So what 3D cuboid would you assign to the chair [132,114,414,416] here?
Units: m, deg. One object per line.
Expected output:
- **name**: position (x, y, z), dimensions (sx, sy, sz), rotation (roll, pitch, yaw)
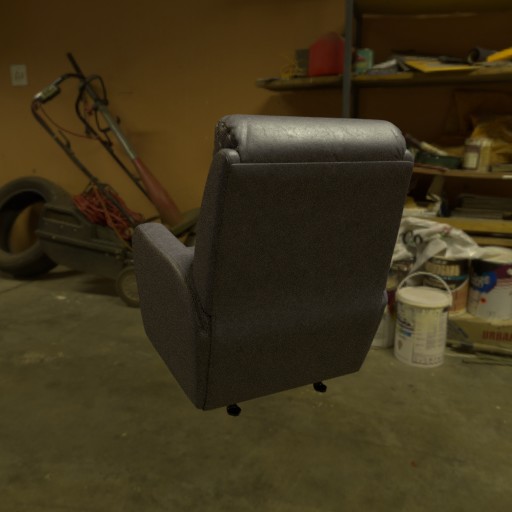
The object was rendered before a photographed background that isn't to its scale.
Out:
- **chair**: position (0.000, 0.000, 1.849), dimensions (0.865, 1.067, 1.067), rotation (-6, 15, -24)
